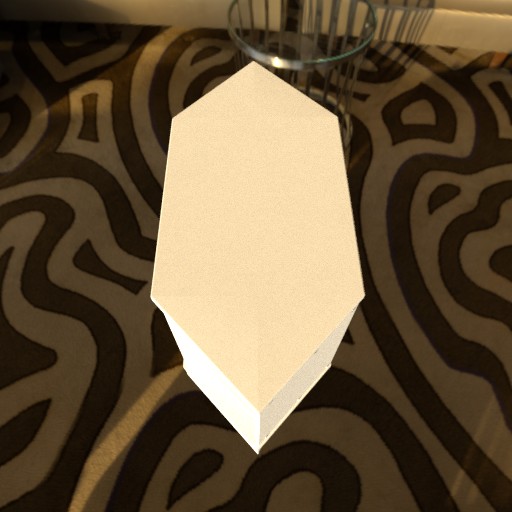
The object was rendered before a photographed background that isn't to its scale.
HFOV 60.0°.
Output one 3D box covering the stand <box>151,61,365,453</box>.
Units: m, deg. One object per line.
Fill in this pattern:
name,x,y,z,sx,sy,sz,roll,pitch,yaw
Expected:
stand,0.000,0.000,1.387,0.477,0.614,1.072,-1,59,0
